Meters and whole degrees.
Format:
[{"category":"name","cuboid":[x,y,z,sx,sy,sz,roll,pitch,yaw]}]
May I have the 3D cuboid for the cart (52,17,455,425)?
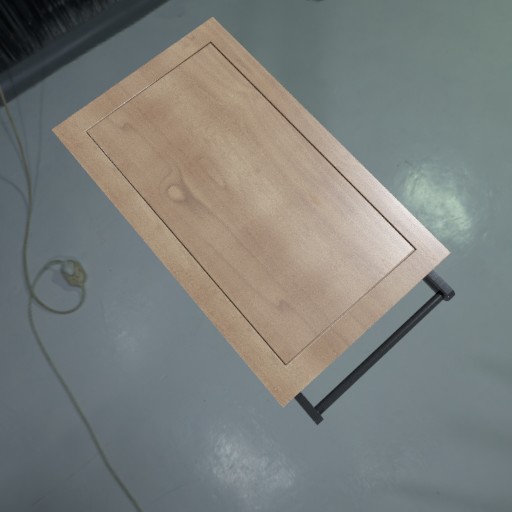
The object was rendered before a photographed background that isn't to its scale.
[{"category":"cart","cuboid":[0.000,0.000,1.364,0.459,0.901,0.840,-40,79,-10]}]
